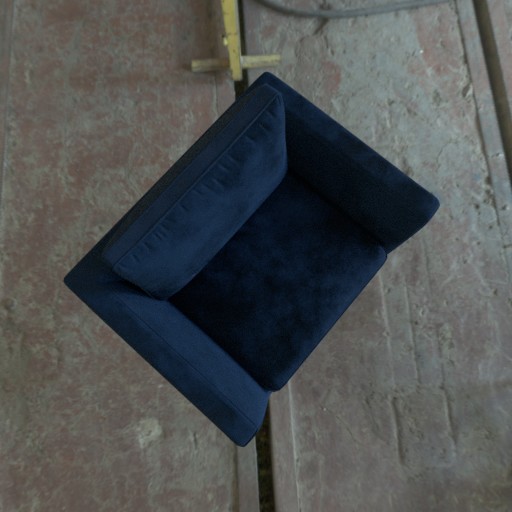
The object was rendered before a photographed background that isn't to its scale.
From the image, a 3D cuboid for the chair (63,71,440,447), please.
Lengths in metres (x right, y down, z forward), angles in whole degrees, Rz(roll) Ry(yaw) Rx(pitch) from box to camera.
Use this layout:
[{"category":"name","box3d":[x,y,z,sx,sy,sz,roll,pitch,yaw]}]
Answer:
[{"category":"chair","box3d":[0.000,0.000,1.592,0.746,0.893,0.977,40,81,8]}]
